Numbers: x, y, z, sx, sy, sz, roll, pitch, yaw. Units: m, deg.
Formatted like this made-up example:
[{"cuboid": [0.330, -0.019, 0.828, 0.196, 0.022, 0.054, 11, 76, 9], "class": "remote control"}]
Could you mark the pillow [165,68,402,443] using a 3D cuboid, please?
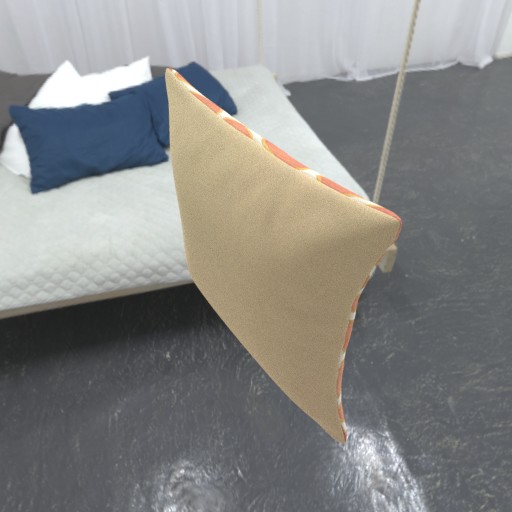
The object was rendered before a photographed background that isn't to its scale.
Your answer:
[{"cuboid": [0.000, 0.000, 0.798, 0.166, 0.508, 0.552, -24, 47, -25], "class": "pillow"}]
